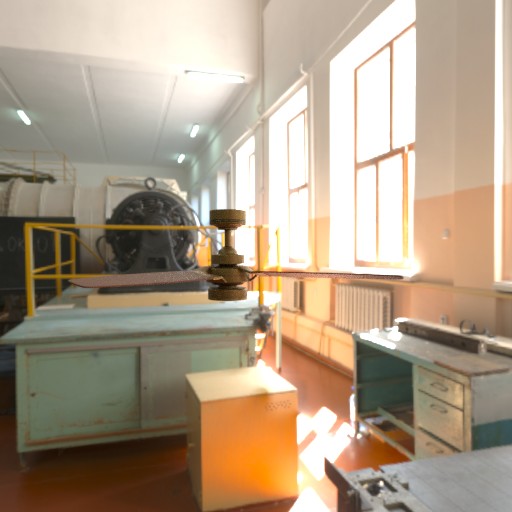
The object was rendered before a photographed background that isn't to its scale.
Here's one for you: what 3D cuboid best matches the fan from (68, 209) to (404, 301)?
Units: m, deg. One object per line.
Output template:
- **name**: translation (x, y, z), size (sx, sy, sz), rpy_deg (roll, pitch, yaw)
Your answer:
- **fan**: translation (0.000, 0.000, 2.012), size (1.271, 0.425, 1.416), rpy_deg (0, 1, 19)
